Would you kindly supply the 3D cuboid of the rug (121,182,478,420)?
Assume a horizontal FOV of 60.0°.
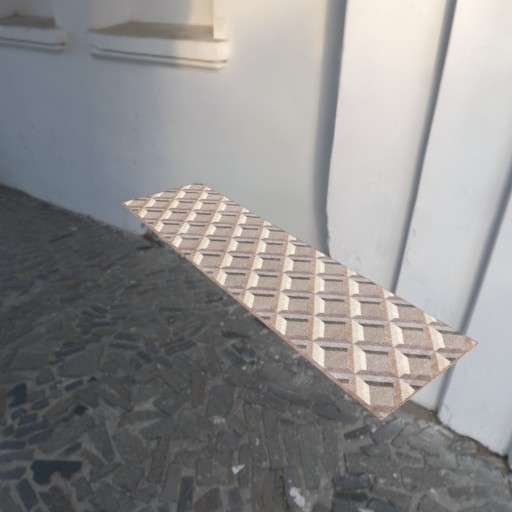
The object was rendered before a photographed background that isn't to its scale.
[{"bbox_3d":[0.000,0.000,2.659,0.685,0.013,2.437,-22,38,-31],"label":"rug"}]
